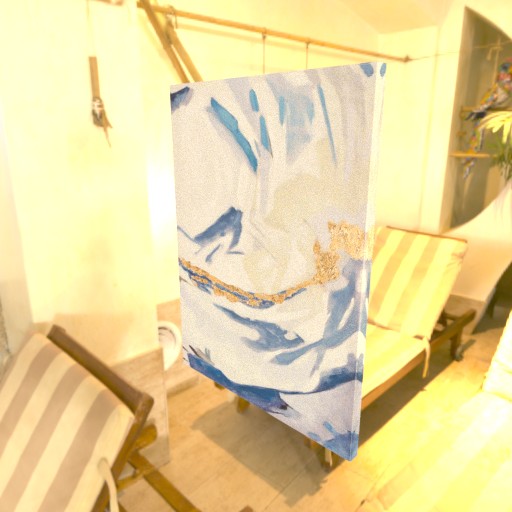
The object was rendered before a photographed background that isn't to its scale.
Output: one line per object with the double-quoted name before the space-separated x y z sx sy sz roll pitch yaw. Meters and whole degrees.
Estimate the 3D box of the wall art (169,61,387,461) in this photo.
"wall art" 0.000 0.000 1.342 0.761 1.015 0.038 15 22 42
